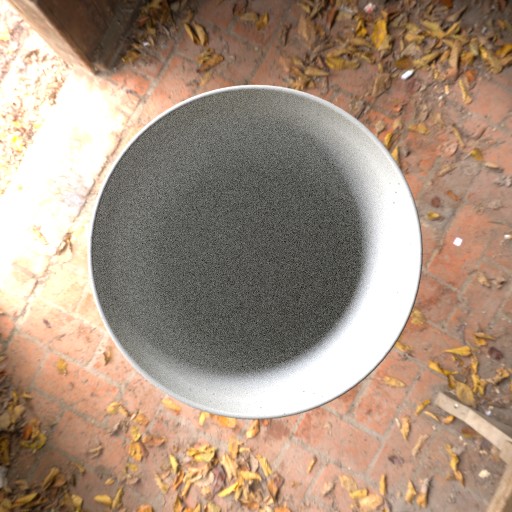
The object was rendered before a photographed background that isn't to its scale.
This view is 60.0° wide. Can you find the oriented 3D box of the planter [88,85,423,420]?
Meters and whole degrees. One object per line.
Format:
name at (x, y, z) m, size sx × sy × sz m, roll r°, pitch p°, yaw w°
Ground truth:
planter at (0.000, 0.000, 0.375) m, size 0.204 × 0.214 × 0.204 m, roll 0°, pitch 88°, yaw 0°
